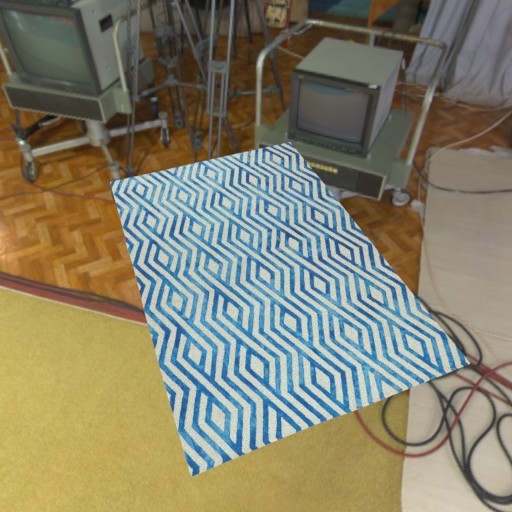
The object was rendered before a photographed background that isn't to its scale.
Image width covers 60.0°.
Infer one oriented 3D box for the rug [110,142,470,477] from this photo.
[{"bbox_3d":[0.000,0.000,2.303,1.225,0.008,1.830,-16,49,-15],"label":"rug"}]
